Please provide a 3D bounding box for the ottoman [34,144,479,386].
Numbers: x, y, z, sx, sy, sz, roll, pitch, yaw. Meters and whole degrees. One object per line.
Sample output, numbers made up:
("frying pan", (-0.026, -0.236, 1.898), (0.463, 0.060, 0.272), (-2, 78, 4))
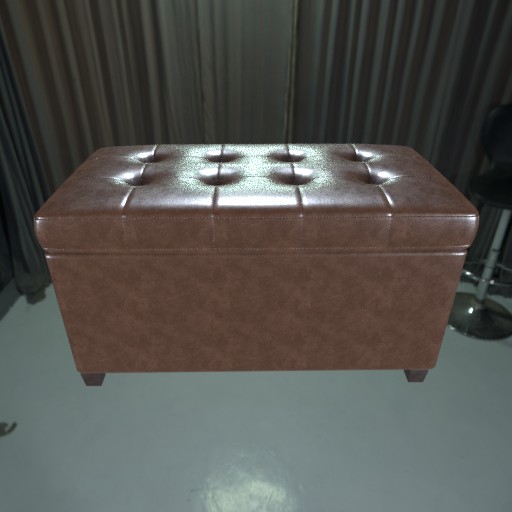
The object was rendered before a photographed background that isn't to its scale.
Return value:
("ottoman", (0.000, 0.000, 1.099), (0.838, 0.470, 0.432), (0, 31, -1))
